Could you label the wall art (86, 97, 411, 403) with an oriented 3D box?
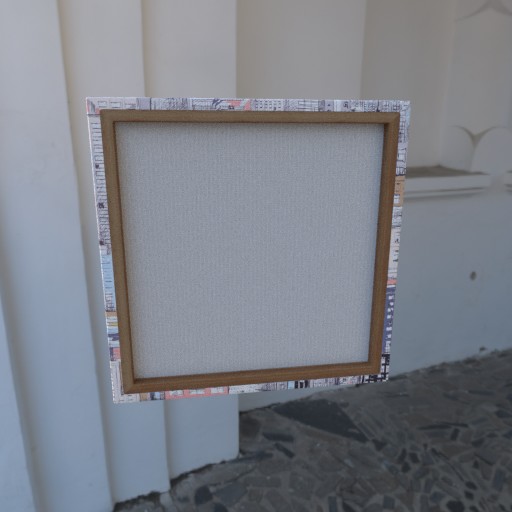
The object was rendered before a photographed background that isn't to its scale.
[{"bbox_3d":[0.000,0.000,1.142,0.761,0.762,0.048,-2,15,-8],"label":"wall art"}]
